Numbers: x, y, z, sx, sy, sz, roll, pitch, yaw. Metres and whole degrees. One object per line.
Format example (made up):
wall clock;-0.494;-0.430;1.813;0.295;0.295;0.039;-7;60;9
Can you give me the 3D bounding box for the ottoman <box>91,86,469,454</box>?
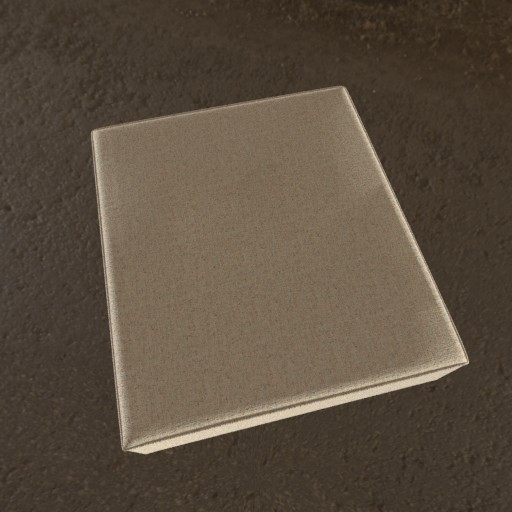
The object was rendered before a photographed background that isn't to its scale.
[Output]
ottoman;0.000;0.000;1.198;0.736;0.303;0.835;-12;64;-6
